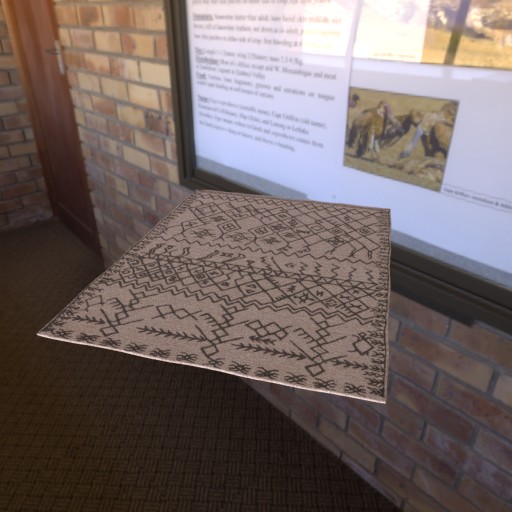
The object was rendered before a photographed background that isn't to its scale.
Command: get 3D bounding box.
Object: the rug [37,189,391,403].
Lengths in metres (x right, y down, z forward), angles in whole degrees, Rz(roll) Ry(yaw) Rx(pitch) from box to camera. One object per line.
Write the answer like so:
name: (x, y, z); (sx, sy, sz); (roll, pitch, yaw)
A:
rug: (0.000, 0.000, 3.346); (1.964, 0.025, 2.455); (8, 30, 13)
